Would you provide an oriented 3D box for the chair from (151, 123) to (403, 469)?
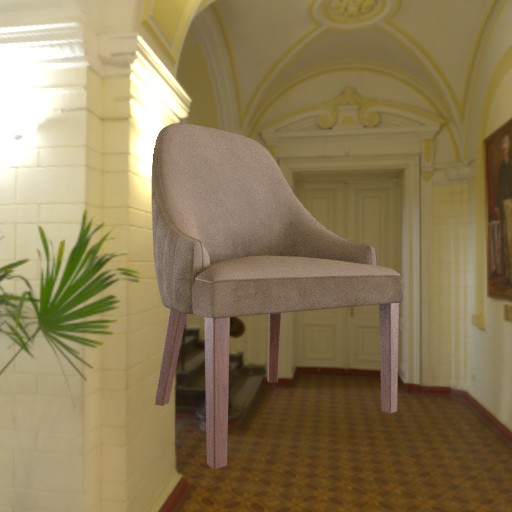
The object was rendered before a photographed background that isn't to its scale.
[{"bbox_3d":[0.000,0.000,1.310,0.643,0.889,0.575,1,-1,-36],"label":"chair"}]
